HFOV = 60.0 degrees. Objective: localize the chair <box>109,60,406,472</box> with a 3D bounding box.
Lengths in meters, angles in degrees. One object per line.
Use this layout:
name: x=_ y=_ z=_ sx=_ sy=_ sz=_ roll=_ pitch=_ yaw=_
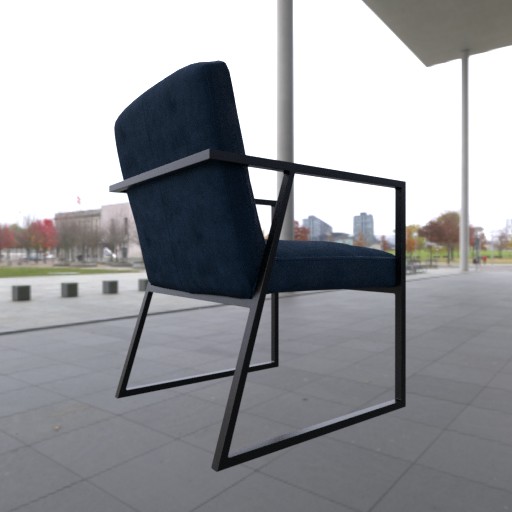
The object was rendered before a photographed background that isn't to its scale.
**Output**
chair: x=0.000 y=0.000 z=1.268 sx=0.677 sy=0.833 sz=0.571 roll=0 pitch=0 yaw=-37
